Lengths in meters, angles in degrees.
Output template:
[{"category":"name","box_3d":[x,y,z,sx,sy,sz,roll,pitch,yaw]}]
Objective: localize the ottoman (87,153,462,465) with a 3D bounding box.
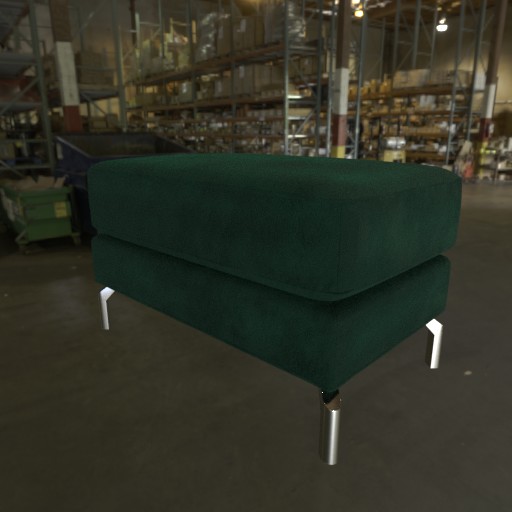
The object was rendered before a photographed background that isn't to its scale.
[{"category":"ottoman","box_3d":[0.000,0.000,1.210,0.886,0.533,0.536,15,22,42]}]
